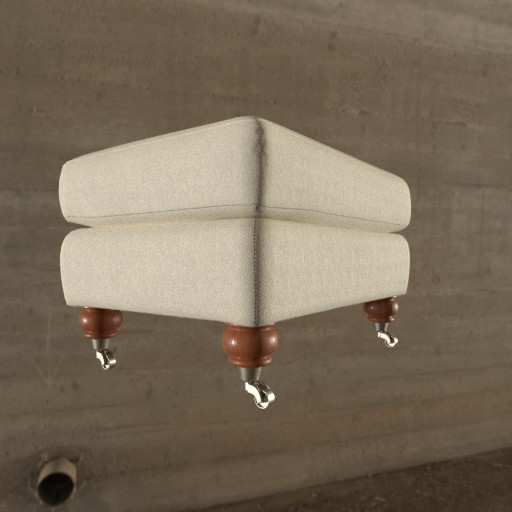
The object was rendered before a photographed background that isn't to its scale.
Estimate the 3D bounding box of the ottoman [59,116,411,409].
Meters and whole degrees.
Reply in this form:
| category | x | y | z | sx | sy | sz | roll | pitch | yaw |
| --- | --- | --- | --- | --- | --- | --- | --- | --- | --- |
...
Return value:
| category | x | y | z | sx | sy | sz | roll | pitch | yaw |
| --- | --- | --- | --- | --- | --- | --- | --- | --- | --- |
| ottoman | 0.000 | 0.000 | 1.124 | 0.569 | 0.499 | 0.773 | 0 | 0 | 36 |
